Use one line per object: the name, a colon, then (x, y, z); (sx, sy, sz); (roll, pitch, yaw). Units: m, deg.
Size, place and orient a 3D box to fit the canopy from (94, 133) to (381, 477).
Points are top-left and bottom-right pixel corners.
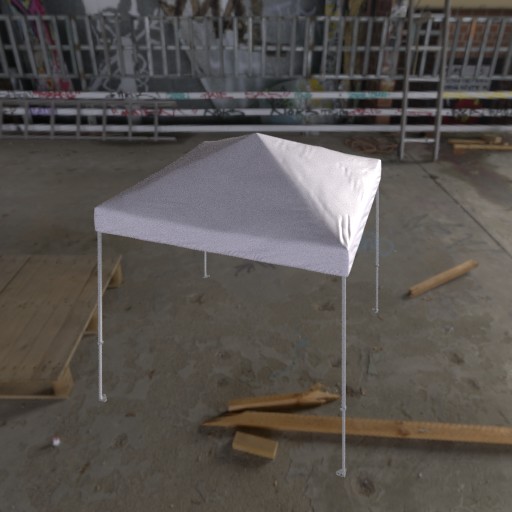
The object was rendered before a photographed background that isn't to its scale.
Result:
canopy: (0.000, 0.000, 5.157); (2.849, 2.850, 2.850); (10, 32, 17)
